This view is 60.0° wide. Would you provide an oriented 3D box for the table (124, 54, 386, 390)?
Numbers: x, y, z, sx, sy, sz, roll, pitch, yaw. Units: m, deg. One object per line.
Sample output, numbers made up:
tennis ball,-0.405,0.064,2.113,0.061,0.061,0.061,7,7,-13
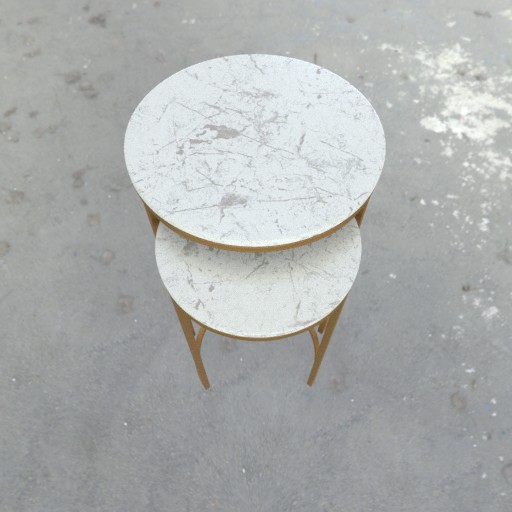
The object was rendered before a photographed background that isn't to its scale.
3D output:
table,0.000,0.000,0.891,0.400,0.550,0.507,-2,58,-1
